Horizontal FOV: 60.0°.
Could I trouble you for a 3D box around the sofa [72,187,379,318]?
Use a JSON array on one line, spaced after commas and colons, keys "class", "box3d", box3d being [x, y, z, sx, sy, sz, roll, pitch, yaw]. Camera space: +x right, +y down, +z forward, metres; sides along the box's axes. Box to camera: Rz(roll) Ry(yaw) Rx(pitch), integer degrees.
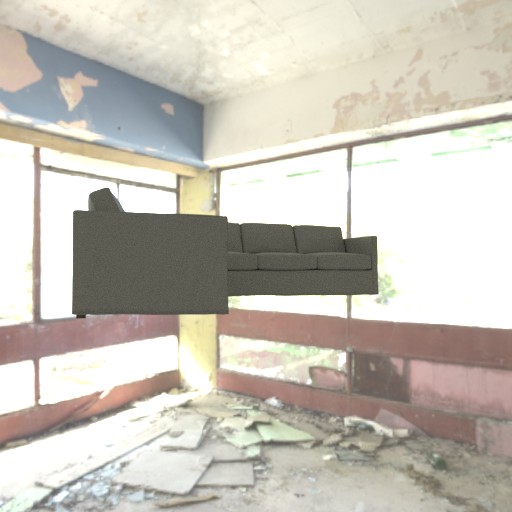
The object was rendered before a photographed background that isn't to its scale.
[{"class": "sofa", "box3d": [0.000, 0.000, 4.392, 3.182, 0.871, 2.432, 0, -1, -18]}]
